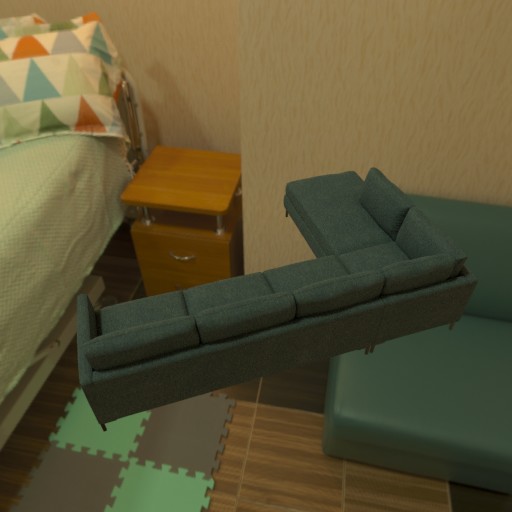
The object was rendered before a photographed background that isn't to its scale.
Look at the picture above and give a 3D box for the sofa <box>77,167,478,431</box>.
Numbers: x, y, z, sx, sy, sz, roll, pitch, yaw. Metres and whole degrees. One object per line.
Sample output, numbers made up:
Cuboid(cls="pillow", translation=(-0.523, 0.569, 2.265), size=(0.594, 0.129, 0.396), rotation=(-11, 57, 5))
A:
Cuboid(cls="sofa", translation=(0.000, 0.000, 3.843), size=(2.949, 0.815, 2.007), rotation=(-12, 43, -14))
